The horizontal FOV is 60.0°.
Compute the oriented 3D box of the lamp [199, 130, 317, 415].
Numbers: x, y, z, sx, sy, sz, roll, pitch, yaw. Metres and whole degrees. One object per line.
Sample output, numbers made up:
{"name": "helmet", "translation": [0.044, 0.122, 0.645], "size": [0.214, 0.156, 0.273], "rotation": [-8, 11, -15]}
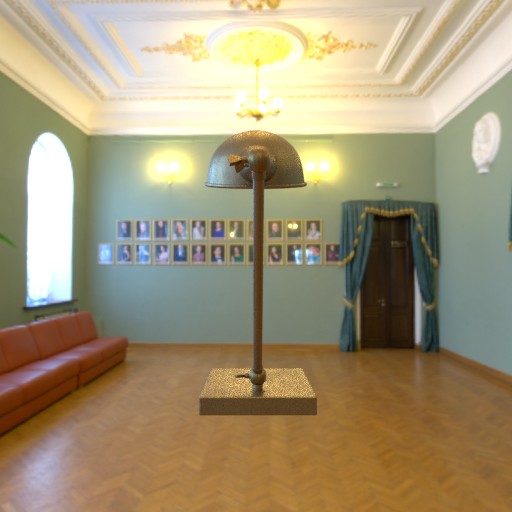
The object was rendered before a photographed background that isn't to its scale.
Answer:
{"name": "lamp", "translation": [0.000, 0.000, 0.548], "size": [0.149, 0.371, 0.339], "rotation": [0, -2, 0]}
